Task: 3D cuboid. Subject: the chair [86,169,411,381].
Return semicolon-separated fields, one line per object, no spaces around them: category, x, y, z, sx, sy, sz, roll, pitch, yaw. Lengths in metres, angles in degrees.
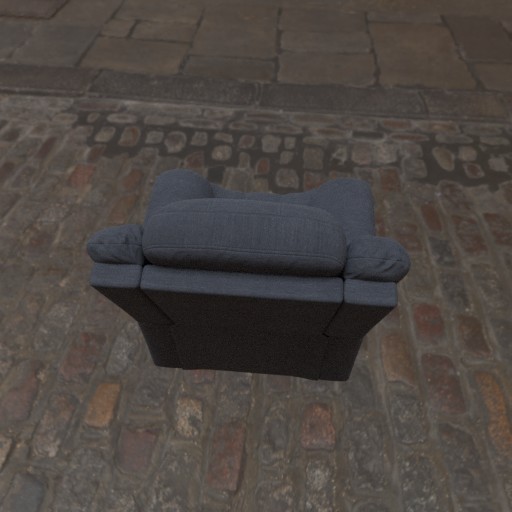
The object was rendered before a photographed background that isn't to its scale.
chair;0.000;0.000;1.704;0.899;1.008;0.944;4;47;3
